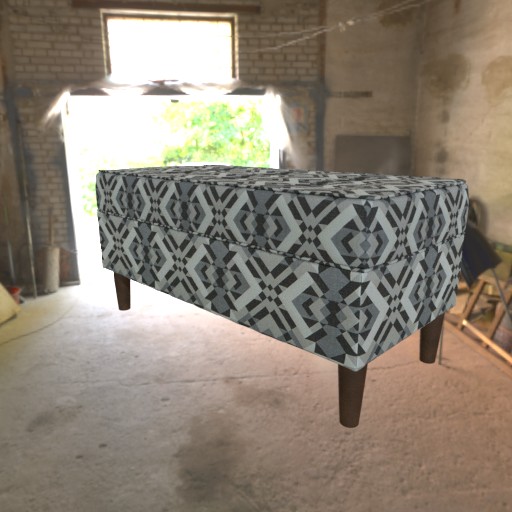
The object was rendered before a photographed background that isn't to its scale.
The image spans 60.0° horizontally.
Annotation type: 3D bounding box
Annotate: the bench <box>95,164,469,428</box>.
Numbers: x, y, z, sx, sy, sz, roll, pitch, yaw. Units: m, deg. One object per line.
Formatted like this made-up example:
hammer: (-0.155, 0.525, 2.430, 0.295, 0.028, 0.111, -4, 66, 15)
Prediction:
bench: (0.000, 0.000, 1.302, 1.016, 0.477, 0.492, 14, 20, 43)
